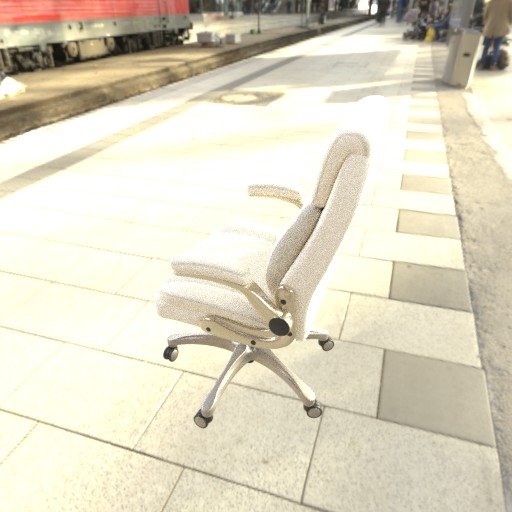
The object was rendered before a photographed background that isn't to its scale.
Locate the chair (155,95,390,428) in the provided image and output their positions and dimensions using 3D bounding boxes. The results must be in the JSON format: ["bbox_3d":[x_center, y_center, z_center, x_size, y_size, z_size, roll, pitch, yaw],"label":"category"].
[{"bbox_3d":[0.000,0.000,1.628,0.794,1.110,0.740,8,31,14],"label":"chair"}]
